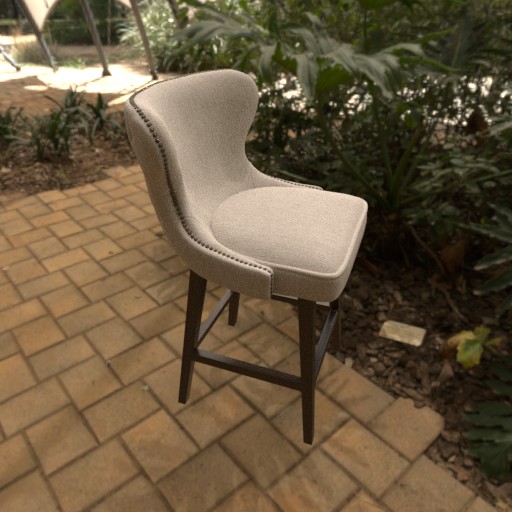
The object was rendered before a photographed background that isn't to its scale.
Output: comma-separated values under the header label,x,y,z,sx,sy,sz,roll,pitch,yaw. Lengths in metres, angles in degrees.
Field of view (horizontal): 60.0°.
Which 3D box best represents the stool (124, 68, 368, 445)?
label,x,y,z,sx,sy,sz,roll,pitch,yaw
stool,0.000,0.000,1.345,0.597,0.972,0.615,11,33,17
